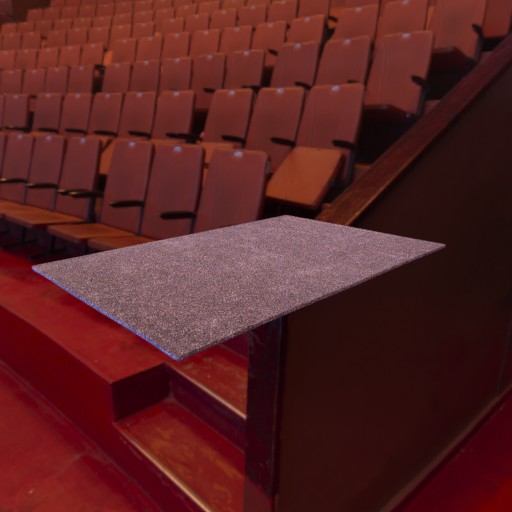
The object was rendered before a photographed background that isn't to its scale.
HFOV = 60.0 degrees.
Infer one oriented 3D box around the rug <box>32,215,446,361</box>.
[{"bbox_3d":[0.000,0.000,3.433,2.699,0.026,1.802,-15,22,-42],"label":"rug"}]
